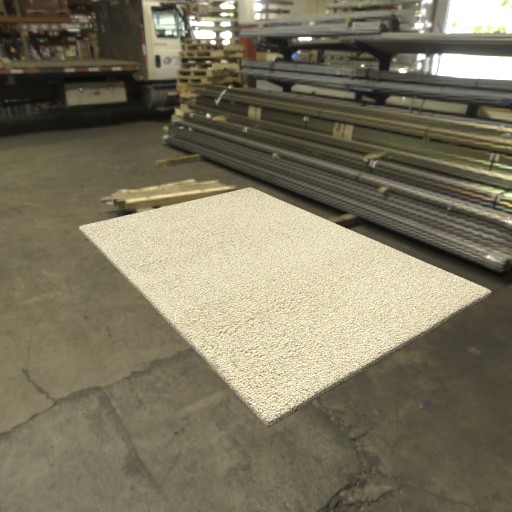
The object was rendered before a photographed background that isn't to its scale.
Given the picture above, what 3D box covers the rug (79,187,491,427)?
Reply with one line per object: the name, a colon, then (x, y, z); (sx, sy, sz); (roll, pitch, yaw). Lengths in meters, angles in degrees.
rug: (0.000, 0.000, 2.221); (1.219, 0.030, 1.778); (-18, 32, -32)
